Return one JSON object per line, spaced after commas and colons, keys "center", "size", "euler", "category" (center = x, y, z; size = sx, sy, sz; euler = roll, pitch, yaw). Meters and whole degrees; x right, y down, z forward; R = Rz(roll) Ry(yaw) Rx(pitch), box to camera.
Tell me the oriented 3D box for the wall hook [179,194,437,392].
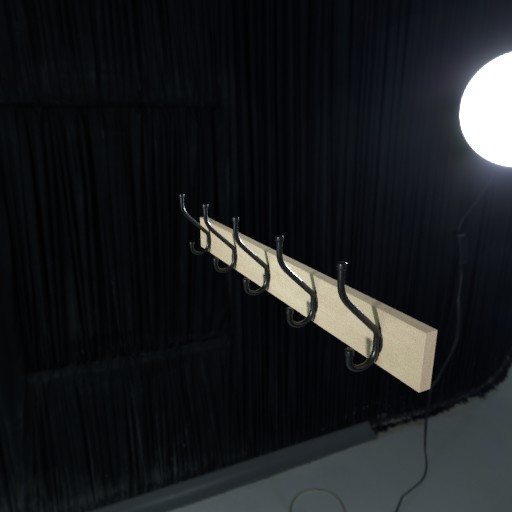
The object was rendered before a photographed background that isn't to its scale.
{"center": [0.000, 0.000, 0.622], "size": [0.071, 0.117, 0.571], "euler": [-8, 18, -26], "category": "wall hook"}
